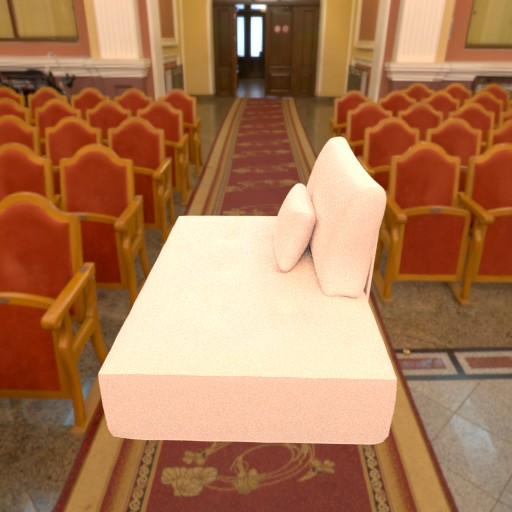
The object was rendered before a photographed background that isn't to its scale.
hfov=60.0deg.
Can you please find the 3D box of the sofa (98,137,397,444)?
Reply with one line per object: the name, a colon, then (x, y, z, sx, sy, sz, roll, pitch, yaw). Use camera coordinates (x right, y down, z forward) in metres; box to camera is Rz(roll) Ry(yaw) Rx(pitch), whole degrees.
sofa: (0.000, 0.000, 2.045, 1.000, 0.820, 1.450, 1, 26, 1)
